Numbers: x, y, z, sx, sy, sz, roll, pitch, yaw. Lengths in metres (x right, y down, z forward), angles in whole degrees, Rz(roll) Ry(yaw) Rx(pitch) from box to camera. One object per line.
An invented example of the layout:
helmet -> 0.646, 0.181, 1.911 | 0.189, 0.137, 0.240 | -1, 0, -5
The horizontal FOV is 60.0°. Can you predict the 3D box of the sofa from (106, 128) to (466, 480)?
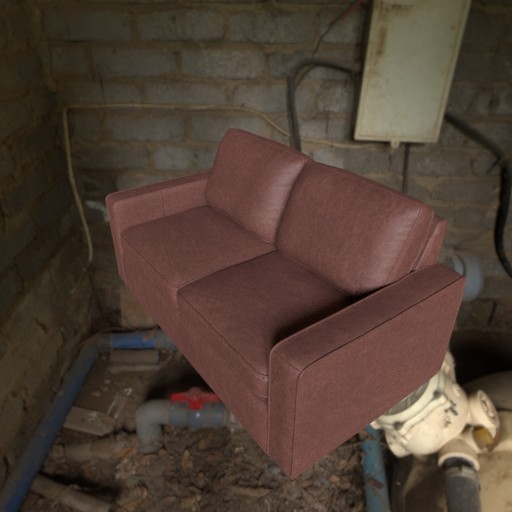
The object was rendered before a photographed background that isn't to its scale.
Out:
sofa -> 0.000, 0.000, 2.235 | 0.947, 0.918, 1.709 | -21, 37, -30
